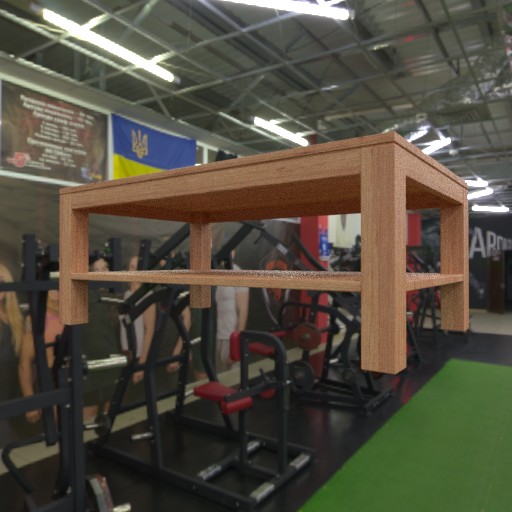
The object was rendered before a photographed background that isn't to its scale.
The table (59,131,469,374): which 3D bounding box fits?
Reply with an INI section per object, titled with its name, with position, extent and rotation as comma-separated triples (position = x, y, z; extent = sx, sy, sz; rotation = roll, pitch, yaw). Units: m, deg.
[table]
position = 0.000, 0.000, 1.447
extent = 1.146, 0.457, 0.695
rotation = 0, -1, 36
